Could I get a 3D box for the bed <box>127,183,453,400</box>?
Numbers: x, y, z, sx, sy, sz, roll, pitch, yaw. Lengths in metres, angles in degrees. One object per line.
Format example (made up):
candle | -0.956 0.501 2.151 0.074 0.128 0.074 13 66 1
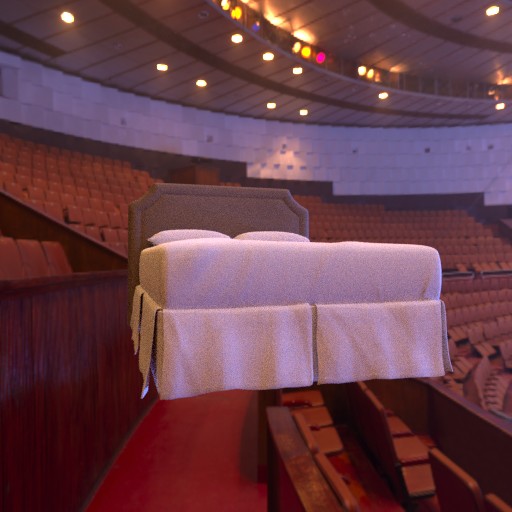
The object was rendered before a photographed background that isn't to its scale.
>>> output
bed | 0.000 0.000 3.117 1.693 1.290 2.116 0 0 -17
